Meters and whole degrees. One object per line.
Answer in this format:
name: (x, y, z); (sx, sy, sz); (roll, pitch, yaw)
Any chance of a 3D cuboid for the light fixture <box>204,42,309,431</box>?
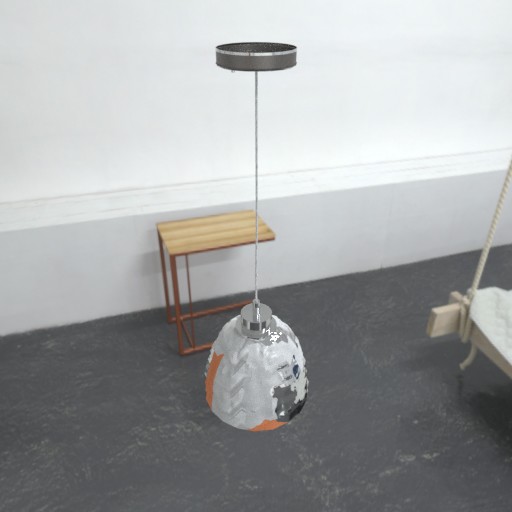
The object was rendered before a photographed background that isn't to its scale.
light fixture: (0.000, 0.000, 1.759); (0.496, 1.511, 0.500); (-23, 39, -32)
